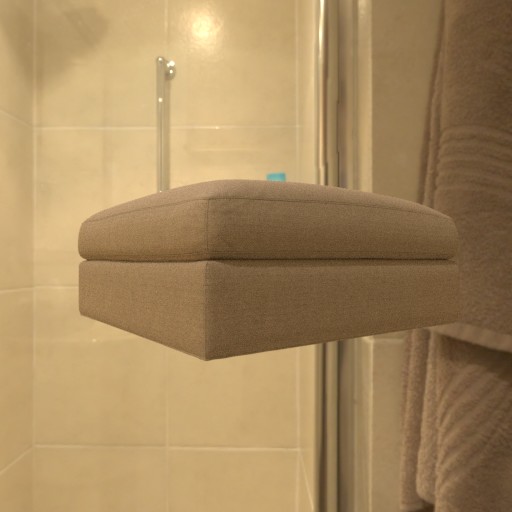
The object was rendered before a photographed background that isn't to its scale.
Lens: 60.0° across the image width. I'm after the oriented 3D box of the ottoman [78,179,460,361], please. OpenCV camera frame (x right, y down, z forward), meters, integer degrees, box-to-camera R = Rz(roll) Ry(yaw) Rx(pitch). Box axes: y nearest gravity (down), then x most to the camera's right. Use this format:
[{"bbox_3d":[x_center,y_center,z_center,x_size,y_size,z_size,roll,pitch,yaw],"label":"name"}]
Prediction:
[{"bbox_3d":[0.000,0.000,1.658,1.041,0.470,1.041,0,-1,-36],"label":"ottoman"}]
